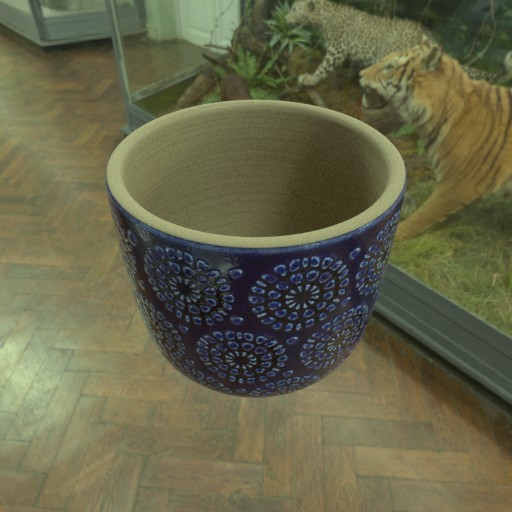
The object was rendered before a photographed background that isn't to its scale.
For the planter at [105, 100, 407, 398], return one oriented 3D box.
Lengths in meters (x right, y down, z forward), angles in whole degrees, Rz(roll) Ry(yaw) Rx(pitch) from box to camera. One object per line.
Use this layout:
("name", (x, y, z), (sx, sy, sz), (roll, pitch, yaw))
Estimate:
("planter", (0.000, 0.000, 0.294), (0.165, 0.149, 0.165), (0, 40, 0))
